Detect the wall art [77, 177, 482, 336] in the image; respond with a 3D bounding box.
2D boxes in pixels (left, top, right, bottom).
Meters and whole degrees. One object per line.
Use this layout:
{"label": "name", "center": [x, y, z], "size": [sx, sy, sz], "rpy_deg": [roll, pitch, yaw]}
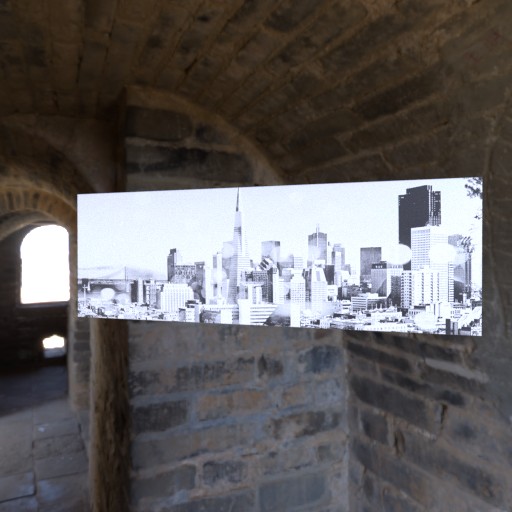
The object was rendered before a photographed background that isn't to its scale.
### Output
{"label": "wall art", "center": [0.000, 0.000, 0.835], "size": [0.766, 0.256, 0.036], "rpy_deg": [0, 0, 16]}
